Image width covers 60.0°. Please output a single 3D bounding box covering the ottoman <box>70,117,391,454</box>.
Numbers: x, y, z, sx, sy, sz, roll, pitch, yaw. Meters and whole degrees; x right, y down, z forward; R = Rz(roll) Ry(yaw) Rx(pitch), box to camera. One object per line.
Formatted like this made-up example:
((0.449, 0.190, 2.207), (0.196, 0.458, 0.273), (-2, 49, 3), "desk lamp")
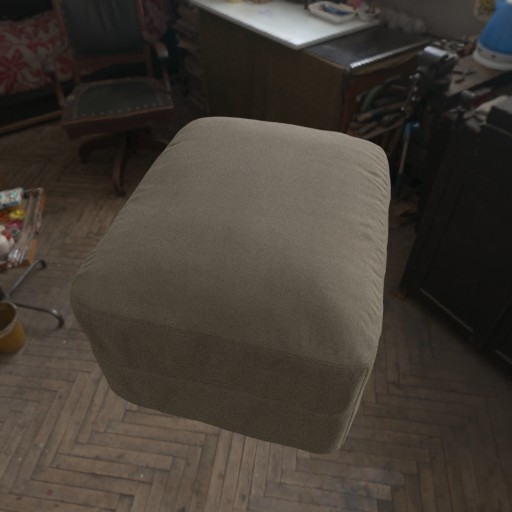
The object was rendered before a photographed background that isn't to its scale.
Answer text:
((0.000, 0.000, 1.074), (0.584, 0.480, 0.712), (10, 47, 10), "ottoman")
